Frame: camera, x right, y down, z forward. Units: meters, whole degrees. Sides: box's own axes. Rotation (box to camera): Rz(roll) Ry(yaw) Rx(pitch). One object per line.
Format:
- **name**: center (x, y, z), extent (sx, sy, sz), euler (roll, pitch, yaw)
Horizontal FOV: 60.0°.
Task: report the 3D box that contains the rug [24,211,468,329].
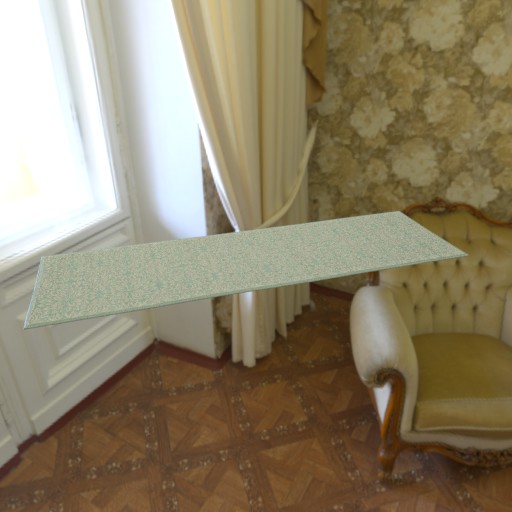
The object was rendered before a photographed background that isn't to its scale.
- **rug**: center (0.000, 0.000, 2.379), extent (2.196, 0.011, 0.662), euler (-8, 29, -15)
